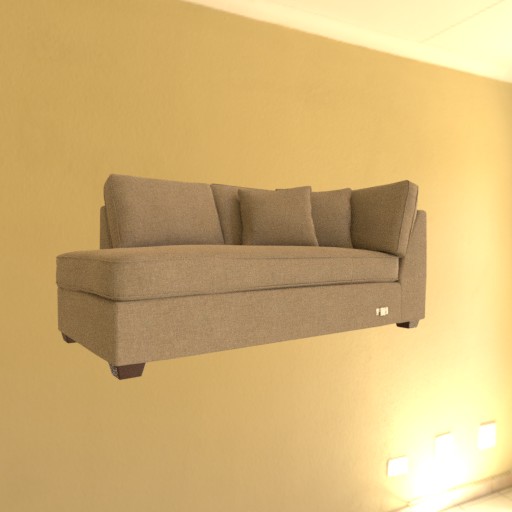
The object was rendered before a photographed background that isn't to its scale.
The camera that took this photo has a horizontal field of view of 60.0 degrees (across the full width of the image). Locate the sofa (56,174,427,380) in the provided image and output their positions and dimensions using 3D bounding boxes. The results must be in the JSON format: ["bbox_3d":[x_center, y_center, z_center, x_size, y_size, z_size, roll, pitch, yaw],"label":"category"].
[{"bbox_3d":[0.000,0.000,2.881,2.238,1.019,1.110,-1,1,-36],"label":"sofa"}]
